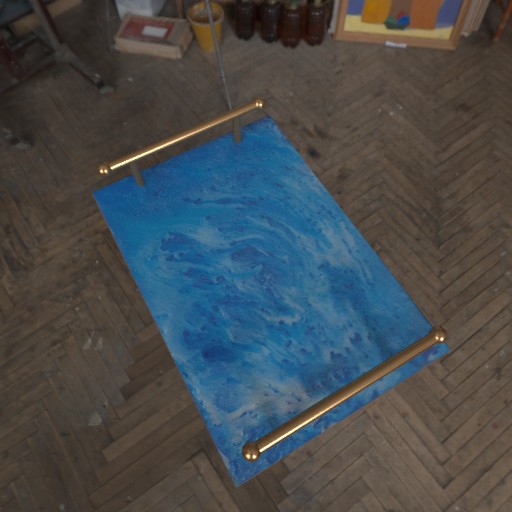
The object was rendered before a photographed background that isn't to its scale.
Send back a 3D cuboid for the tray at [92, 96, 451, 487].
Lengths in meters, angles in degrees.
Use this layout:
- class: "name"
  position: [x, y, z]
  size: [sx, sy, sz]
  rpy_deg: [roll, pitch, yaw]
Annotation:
- class: "tray"
  position: [0.000, 0.000, 0.576]
  size: [0.304, 0.084, 0.444]
  rpy_deg: [-27, 67, -13]
